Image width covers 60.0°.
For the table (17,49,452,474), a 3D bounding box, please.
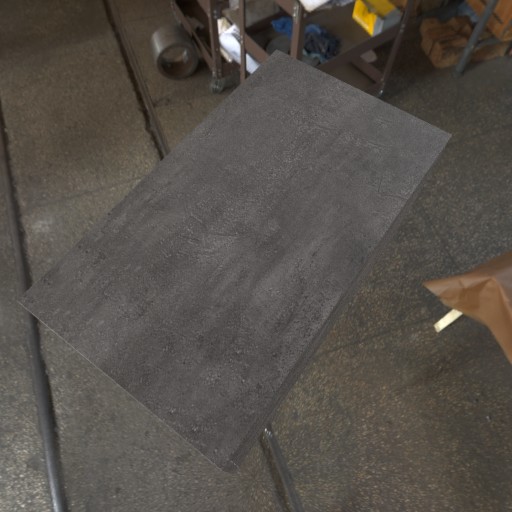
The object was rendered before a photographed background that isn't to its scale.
[{"bbox_3d":[0.000,0.000,0.911,0.400,0.350,0.700,33,68,15],"label":"table"}]
